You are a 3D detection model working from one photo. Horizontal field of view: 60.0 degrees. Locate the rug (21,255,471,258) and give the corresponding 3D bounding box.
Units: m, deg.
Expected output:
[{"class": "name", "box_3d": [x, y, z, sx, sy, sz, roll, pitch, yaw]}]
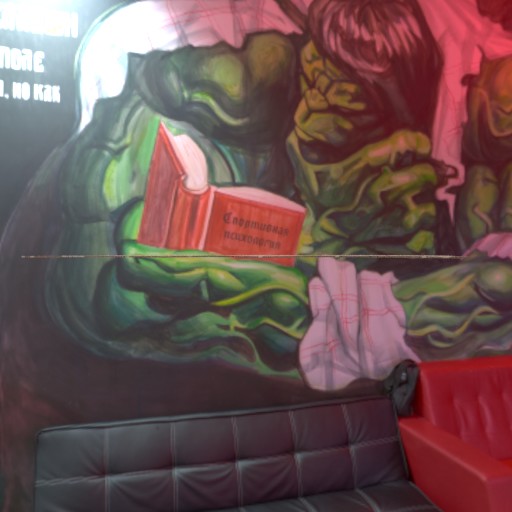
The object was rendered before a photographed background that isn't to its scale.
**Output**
[{"class": "rug", "box_3d": [0.000, 0.000, 2.156, 1.748, 0.010, 1.142, 0, 0, 17]}]
